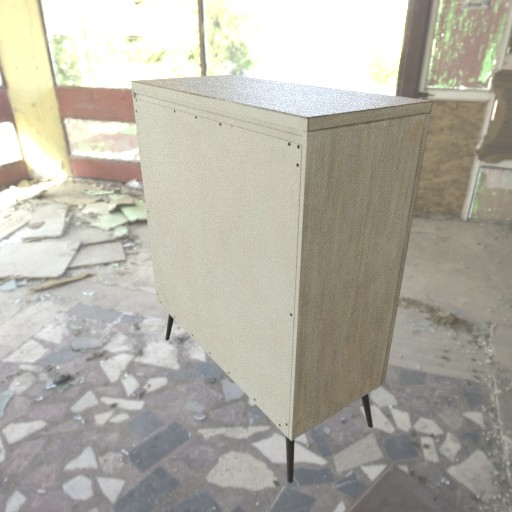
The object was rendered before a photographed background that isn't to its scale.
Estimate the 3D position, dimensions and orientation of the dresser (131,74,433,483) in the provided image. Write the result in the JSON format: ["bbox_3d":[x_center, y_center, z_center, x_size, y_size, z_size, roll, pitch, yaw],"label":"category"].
[{"bbox_3d":[0.000,0.000,1.716,0.457,1.219,1.016,-18,32,-31],"label":"dresser"}]
